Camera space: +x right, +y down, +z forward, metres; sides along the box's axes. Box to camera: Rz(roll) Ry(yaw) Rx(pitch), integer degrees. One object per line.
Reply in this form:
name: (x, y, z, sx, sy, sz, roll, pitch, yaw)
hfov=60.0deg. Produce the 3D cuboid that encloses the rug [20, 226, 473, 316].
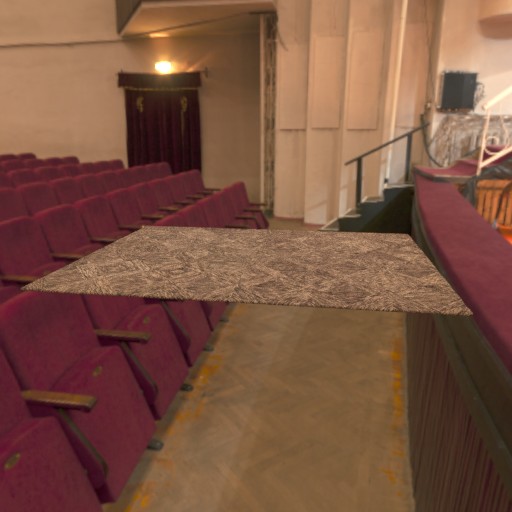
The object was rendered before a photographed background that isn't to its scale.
rug: (0.000, 0.000, 4.229, 3.204, 0.017, 2.448, 2, 15, 9)
